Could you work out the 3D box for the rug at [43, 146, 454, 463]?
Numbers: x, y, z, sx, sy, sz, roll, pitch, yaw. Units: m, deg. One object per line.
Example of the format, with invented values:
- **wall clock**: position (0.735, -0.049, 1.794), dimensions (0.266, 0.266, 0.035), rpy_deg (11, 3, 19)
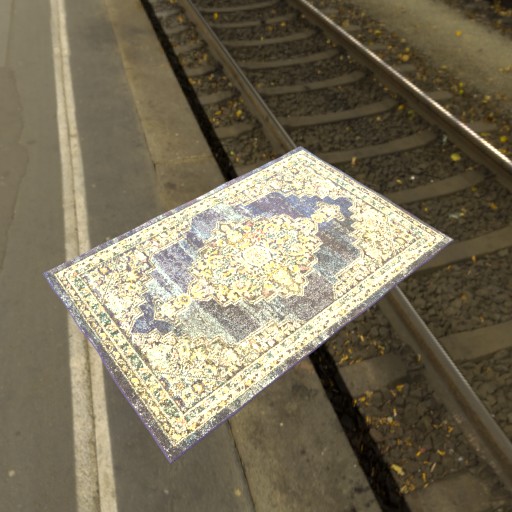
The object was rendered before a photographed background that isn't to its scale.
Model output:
- **rug**: position (0.000, 0.000, 2.281), dimensions (1.781, 0.012, 1.184), rpy_deg (-31, 54, -26)
